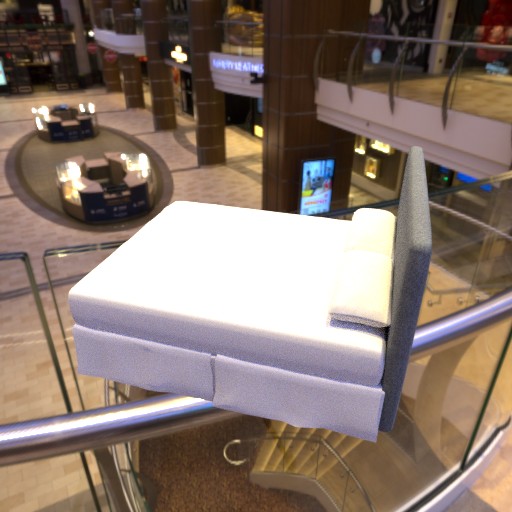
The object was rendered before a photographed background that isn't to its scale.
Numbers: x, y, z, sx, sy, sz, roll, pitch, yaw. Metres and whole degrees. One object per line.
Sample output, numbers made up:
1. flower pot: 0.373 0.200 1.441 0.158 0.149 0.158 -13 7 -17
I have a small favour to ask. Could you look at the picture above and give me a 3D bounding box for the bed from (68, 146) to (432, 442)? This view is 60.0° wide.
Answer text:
1. bed: 0.000 0.000 3.197 2.142 1.330 1.723 8 31 14
